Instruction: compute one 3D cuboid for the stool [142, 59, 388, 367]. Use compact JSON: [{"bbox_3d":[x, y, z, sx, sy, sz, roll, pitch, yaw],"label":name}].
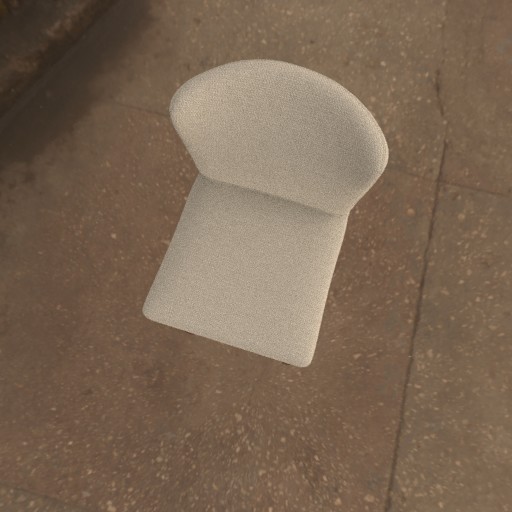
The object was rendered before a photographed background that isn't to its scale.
[{"bbox_3d":[0.000,0.000,1.361,0.481,1.069,0.568,17,75,5],"label":"stool"}]
